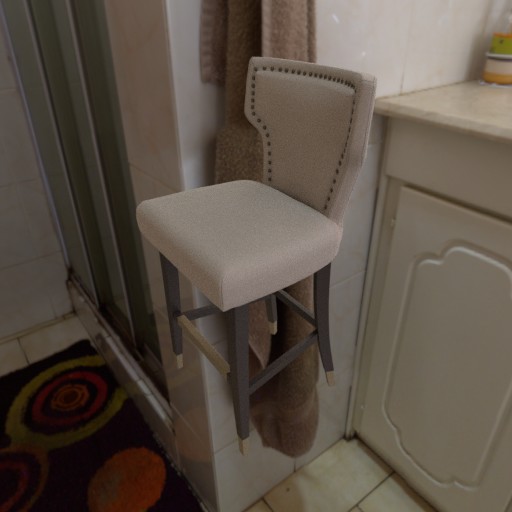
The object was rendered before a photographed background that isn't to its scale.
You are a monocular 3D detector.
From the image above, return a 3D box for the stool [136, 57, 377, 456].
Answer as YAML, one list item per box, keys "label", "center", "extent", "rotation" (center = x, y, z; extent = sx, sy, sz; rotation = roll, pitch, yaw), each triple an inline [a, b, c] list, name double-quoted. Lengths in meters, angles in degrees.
- label: "stool"
  center: [0.000, 0.000, 1.398]
  extent: [0.563, 1.092, 0.526]
  rotation: [-20, 36, -30]
